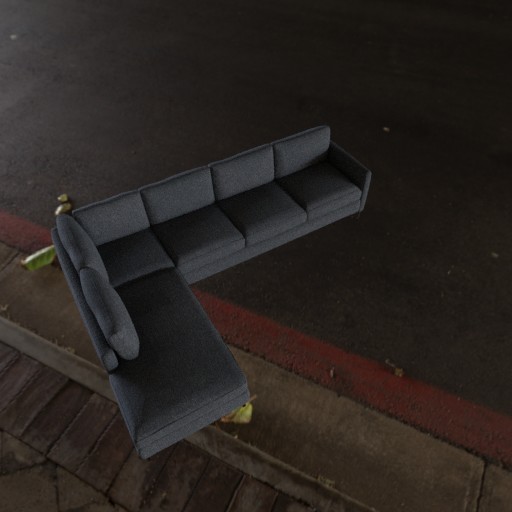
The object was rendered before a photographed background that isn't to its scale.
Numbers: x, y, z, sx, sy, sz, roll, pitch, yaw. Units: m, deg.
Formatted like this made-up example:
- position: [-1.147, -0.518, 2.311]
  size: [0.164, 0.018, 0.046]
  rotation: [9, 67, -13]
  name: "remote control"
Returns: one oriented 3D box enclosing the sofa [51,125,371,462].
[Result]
- position: [0.000, 0.000, 3.823]
  size: [2.949, 0.815, 2.007]
  rotation: [-24, 51, -20]
  name: "sofa"
